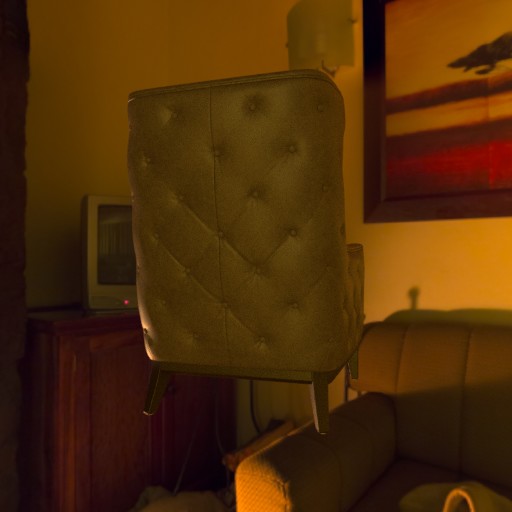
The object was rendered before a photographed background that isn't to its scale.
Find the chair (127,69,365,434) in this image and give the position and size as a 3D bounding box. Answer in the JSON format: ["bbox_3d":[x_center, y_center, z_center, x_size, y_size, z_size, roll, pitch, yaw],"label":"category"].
[{"bbox_3d":[0.000,0.000,1.686,0.769,1.079,0.899,0,-1,17],"label":"chair"}]
